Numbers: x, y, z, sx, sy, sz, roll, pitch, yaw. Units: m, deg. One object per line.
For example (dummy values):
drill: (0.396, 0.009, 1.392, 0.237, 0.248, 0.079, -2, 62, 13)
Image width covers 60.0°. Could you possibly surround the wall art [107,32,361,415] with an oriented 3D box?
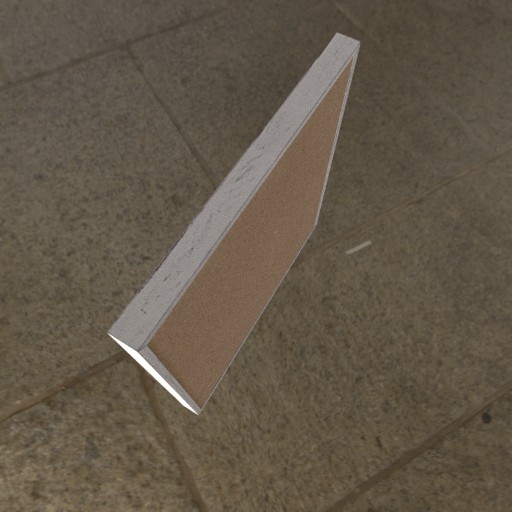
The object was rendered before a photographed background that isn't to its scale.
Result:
wall art: (0.000, 0.000, 0.754, 0.038, 0.508, 0.508, 28, 67, 13)
